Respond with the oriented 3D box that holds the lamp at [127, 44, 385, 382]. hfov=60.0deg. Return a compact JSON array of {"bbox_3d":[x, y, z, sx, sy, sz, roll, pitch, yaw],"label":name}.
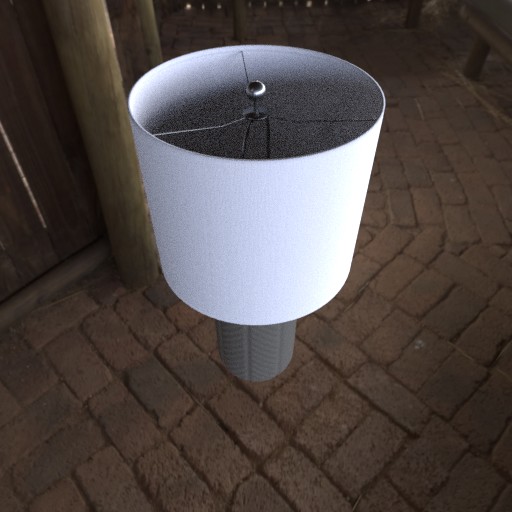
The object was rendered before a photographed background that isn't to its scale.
[{"bbox_3d":[0.000,0.000,0.487,0.203,0.389,0.203,16,47,15],"label":"lamp"}]
